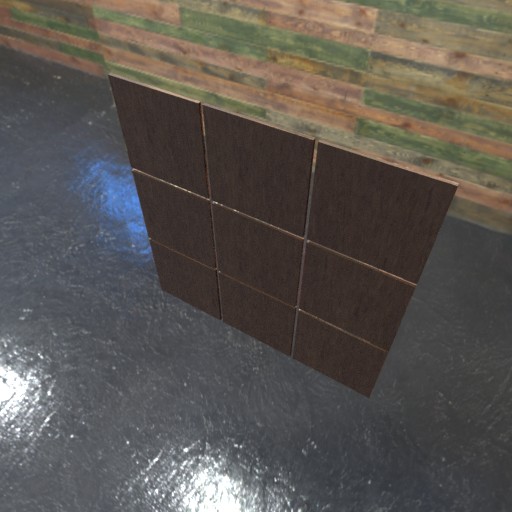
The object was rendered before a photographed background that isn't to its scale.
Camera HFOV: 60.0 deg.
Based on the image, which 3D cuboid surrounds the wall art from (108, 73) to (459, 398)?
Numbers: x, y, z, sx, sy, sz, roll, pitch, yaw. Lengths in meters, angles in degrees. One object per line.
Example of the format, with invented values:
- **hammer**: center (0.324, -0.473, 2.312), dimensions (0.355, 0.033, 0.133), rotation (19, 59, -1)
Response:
- **wall art**: center (0.000, 0.000, 1.794), dimensions (1.215, 1.213, 0.013), rotation (24, 51, 21)
